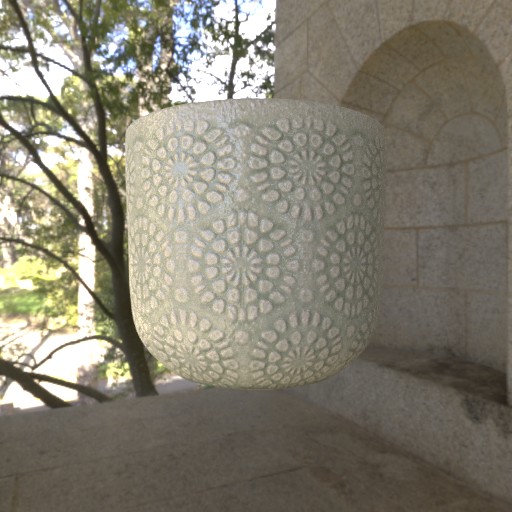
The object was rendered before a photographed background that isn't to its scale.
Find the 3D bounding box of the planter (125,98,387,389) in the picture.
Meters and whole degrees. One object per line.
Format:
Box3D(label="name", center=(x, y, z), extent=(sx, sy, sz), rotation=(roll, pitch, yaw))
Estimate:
Box3D(label="planter", center=(0.000, 0.000, 0.299), extent=(0.169, 0.153, 0.169), rotation=(0, 0, 0))
